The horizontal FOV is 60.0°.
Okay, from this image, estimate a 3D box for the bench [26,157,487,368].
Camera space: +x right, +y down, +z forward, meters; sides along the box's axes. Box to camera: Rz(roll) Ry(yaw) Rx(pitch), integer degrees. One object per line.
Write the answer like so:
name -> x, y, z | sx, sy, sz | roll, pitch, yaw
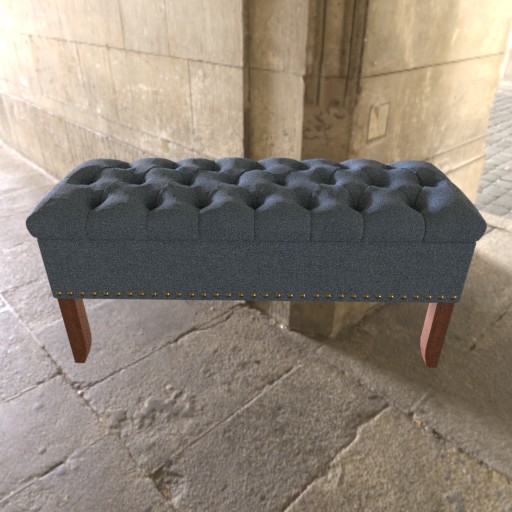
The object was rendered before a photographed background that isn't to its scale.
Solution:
bench -> 0.000, 0.000, 1.278 | 1.052, 0.492, 0.417 | 1, 30, 1
